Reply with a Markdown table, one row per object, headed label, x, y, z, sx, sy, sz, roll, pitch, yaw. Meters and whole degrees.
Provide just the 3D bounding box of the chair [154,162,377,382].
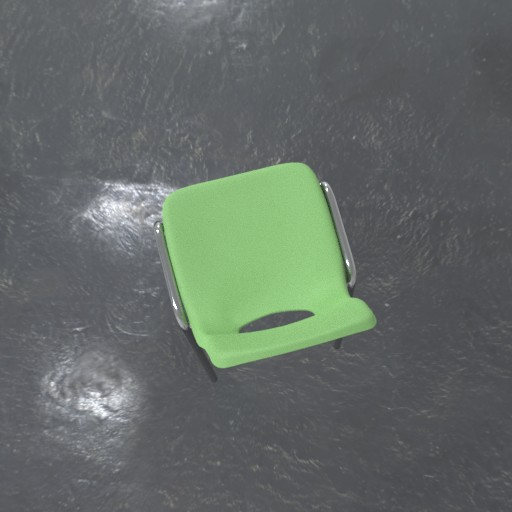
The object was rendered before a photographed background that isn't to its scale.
| label | x | y | z | sx | sy | sz | roll | pitch | yaw |
| --- | --- | --- | --- | --- | --- | --- | --- | --- | --- |
| chair | 0.000 | 0.000 | 0.911 | 0.381 | 0.653 | 0.436 | -14 | 75 | -4 |
